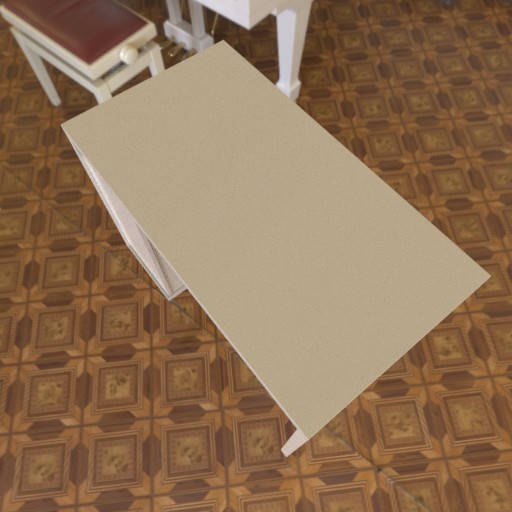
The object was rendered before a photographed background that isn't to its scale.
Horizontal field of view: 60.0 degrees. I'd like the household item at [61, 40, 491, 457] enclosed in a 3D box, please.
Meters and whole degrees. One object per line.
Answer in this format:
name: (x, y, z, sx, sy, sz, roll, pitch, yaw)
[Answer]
household item: (0.000, 0.000, 1.528, 0.597, 0.749, 1.100, -35, 68, -16)
